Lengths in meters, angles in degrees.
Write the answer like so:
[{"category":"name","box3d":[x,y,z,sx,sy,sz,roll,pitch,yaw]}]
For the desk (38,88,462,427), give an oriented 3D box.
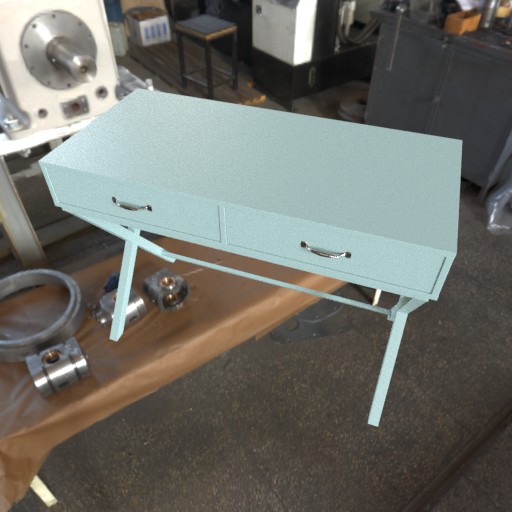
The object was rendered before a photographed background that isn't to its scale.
[{"category":"desk","box3d":[0.000,0.000,1.479,1.057,0.780,0.525,14,45,14]}]
